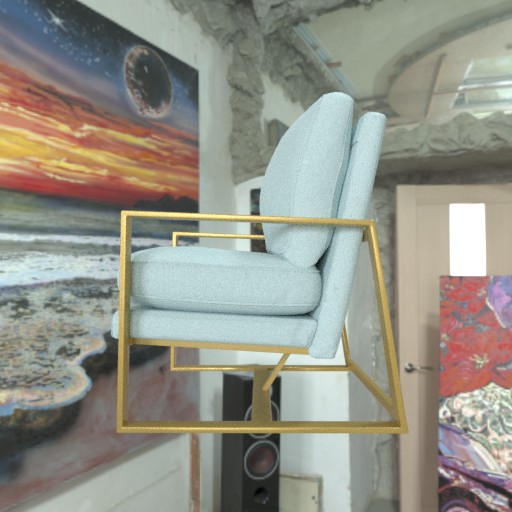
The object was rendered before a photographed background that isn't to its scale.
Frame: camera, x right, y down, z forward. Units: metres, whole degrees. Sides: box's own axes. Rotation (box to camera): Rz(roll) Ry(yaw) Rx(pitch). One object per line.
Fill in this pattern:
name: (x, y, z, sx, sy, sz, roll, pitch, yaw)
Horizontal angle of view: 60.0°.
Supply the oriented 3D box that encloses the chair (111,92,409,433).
chair: (0.000, 0.000, 1.559, 0.813, 0.956, 0.758, 0, -2, 1)
